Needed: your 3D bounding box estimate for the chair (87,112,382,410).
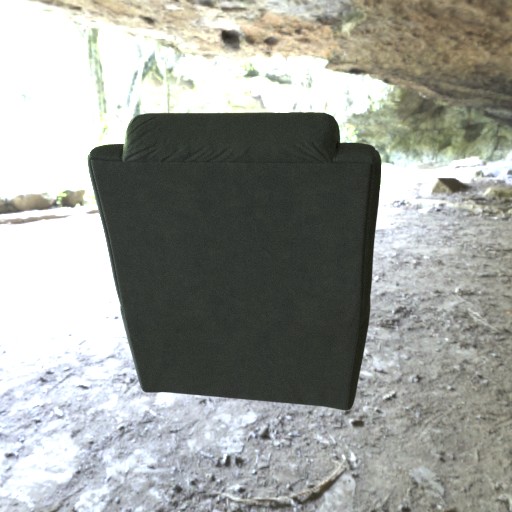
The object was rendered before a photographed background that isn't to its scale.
[{"bbox_3d":[0.000,0.000,1.868,0.967,1.116,1.068,2,16,8],"label":"chair"}]
